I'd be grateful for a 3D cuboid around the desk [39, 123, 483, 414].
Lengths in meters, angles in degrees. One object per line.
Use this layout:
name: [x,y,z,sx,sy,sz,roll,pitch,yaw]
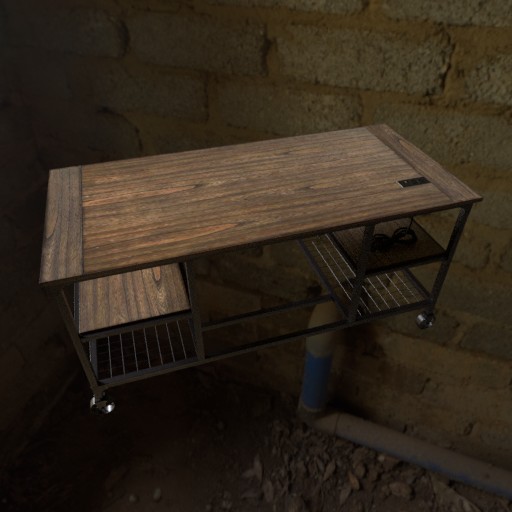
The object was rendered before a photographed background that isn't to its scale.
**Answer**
desk: [0.000,0.000,1.980,1.590,0.751,0.711,-11,41,-13]
